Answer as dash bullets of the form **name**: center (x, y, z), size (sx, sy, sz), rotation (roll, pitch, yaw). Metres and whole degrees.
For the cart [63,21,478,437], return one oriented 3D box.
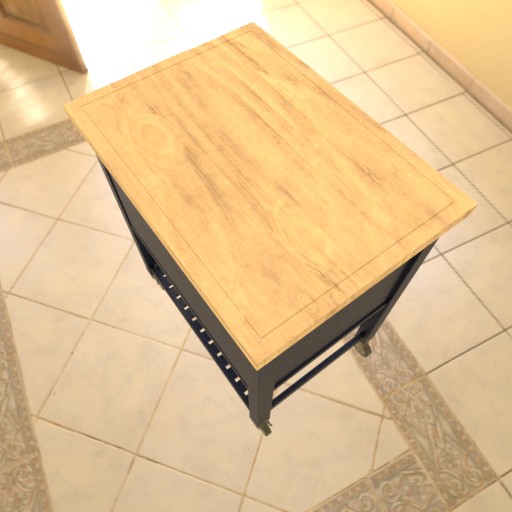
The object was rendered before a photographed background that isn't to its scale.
- **cart**: center (0.000, 0.000, 1.384), size (0.567, 0.920, 0.797), rotation (-32, 65, -17)
